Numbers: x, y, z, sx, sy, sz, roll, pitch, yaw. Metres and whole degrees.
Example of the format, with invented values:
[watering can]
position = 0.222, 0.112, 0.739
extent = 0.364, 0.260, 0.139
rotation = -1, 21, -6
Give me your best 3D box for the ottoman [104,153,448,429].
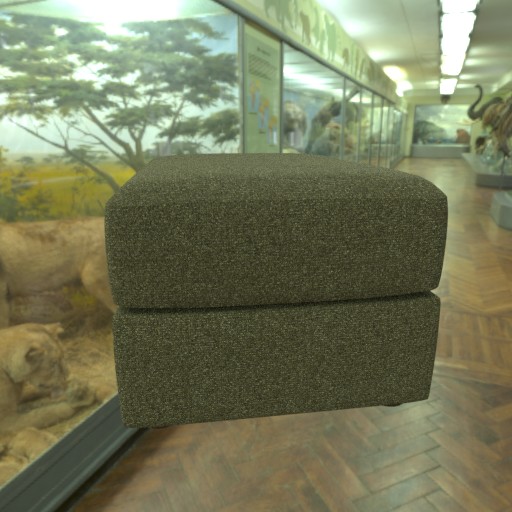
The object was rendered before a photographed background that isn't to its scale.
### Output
[ottoman]
position = 0.000, 0.000, 1.096
extent = 0.598, 0.476, 0.742
rotation = -2, 16, -8
